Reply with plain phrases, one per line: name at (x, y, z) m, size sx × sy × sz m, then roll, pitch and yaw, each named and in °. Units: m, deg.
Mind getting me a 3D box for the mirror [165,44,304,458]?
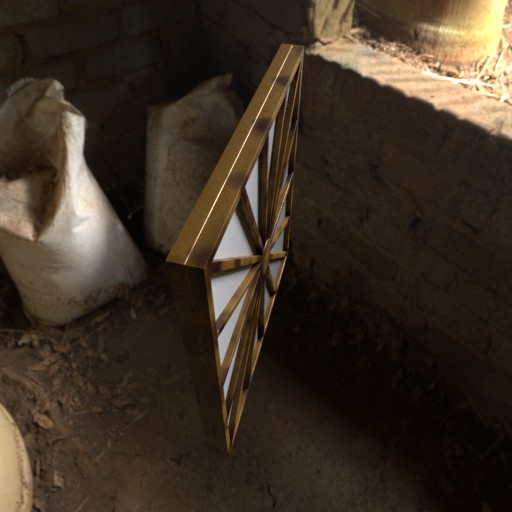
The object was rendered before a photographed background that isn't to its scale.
mirror at (0.000, 0.000, 0.761) m, size 0.042 × 0.507 × 0.509 m, roll 11°, pitch 48°, yaw 10°
